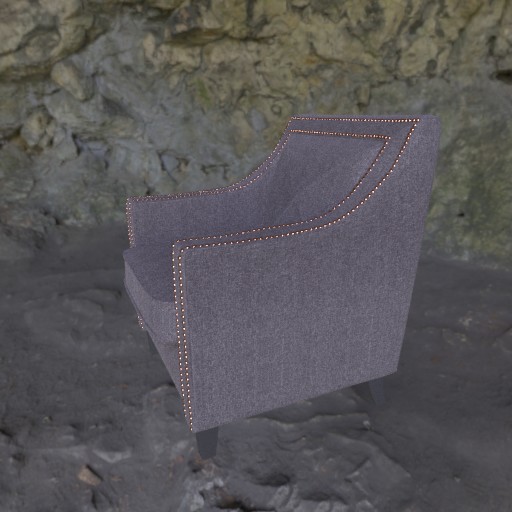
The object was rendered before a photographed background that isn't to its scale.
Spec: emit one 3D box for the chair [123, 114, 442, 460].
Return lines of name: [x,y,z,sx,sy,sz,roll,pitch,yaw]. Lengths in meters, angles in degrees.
chair: [0.000,0.000,1.590,0.884,0.967,0.776,-8,20,-24]
